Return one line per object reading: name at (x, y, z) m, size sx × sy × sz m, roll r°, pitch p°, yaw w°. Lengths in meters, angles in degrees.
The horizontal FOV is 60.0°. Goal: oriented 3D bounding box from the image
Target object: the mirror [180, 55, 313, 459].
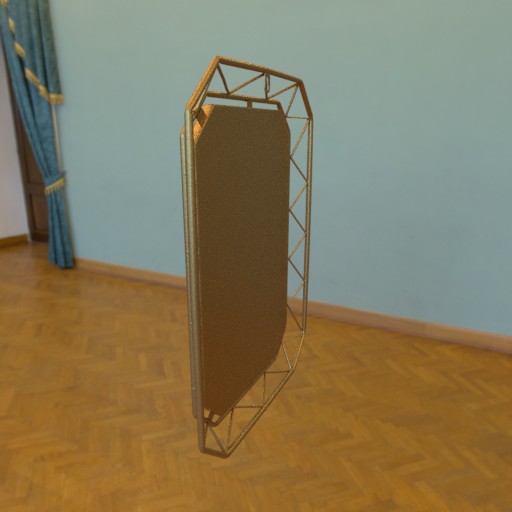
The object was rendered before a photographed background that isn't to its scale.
mirror at (0.000, 0.000, 0.718) m, size 0.042 × 0.566 × 0.417 m, roll 8°, pitch 18°, yaw 25°
